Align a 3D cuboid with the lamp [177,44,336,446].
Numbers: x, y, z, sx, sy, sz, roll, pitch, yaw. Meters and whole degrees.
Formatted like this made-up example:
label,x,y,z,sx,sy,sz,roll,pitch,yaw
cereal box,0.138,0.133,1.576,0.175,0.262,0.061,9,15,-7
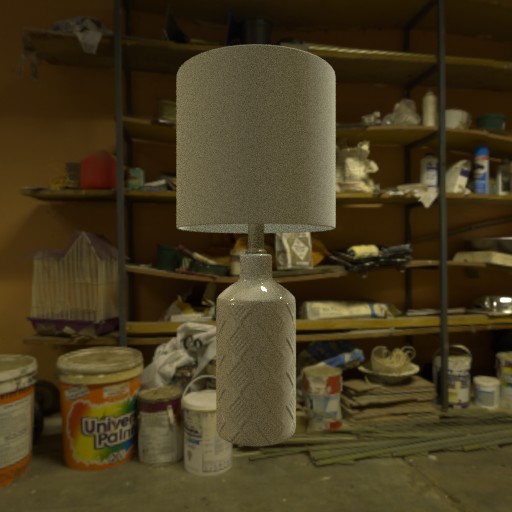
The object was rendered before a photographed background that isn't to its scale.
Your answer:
label,x,y,z,sx,sy,sz,roll,pitch,yaw
lamp,0.000,0.000,0.585,0.207,0.461,0.207,0,0,37
